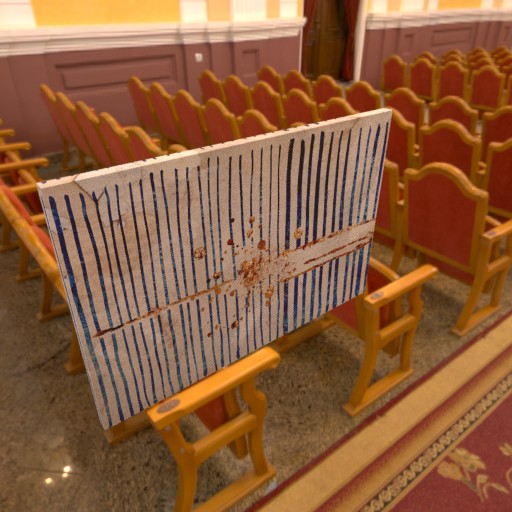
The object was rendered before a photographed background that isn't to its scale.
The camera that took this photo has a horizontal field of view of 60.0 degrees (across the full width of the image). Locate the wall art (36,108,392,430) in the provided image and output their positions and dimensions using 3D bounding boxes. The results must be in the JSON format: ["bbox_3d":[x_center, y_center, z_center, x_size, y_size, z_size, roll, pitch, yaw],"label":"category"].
[{"bbox_3d":[0.000,0.000,1.138,0.919,0.609,0.030,-22,37,-32],"label":"wall art"}]
